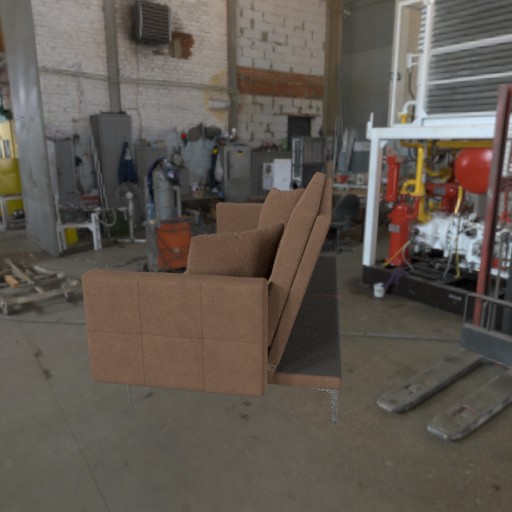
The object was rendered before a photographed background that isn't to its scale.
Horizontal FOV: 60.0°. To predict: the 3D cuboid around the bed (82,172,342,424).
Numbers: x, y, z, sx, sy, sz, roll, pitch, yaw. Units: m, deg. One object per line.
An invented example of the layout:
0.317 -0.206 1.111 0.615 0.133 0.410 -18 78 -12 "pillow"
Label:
0.000 0.000 2.361 0.889 0.787 1.905 2 14 9 "bed"
